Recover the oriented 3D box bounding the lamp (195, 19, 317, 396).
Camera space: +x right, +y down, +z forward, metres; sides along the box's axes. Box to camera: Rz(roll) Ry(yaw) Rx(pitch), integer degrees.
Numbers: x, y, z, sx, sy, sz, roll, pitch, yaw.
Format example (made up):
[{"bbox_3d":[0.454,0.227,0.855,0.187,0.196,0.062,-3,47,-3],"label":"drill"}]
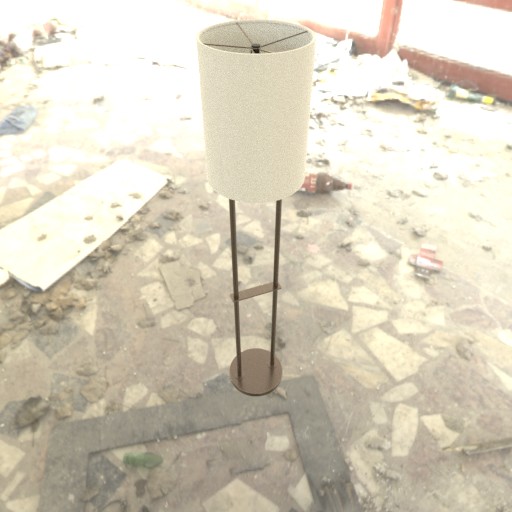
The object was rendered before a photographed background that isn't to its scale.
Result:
[{"bbox_3d":[0.000,0.000,1.620,0.306,1.500,0.305,-15,44,-16],"label":"lamp"}]
